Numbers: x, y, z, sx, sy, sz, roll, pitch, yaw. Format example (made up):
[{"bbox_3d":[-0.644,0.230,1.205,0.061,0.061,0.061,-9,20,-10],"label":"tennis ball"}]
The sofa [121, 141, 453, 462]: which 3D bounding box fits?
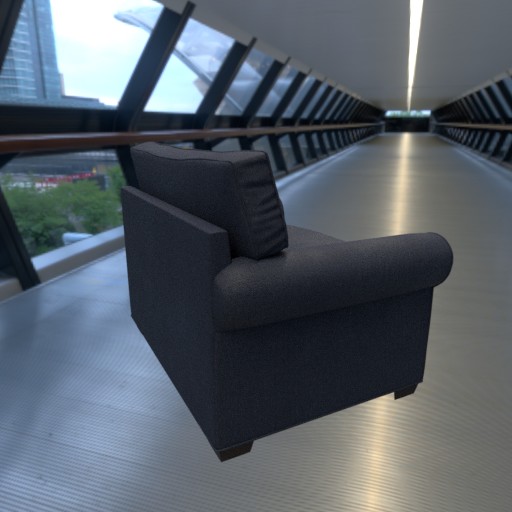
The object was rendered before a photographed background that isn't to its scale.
[{"bbox_3d":[0.000,0.000,2.033,0.938,1.004,1.405,-8,17,-26],"label":"sofa"}]
